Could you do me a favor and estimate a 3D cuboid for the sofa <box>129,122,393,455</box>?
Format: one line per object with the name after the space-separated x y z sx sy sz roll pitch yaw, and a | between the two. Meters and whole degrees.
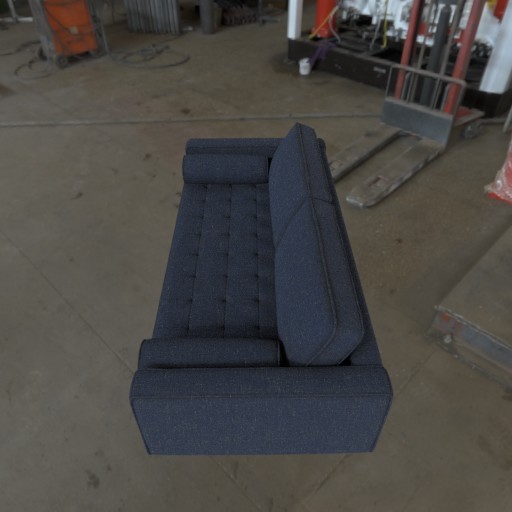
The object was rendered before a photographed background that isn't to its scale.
0.000 0.000 2.292 0.914 0.762 1.880 0 41 0 | sofa
